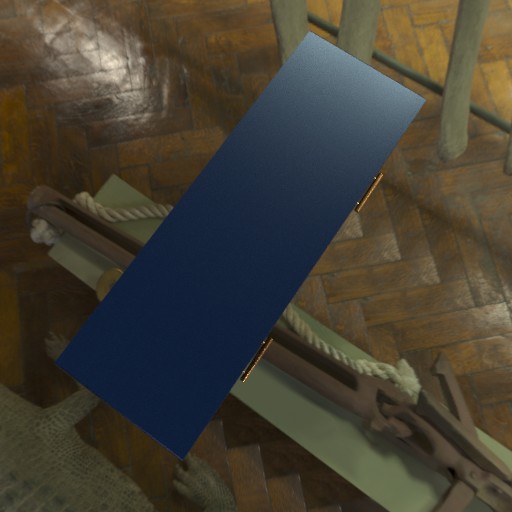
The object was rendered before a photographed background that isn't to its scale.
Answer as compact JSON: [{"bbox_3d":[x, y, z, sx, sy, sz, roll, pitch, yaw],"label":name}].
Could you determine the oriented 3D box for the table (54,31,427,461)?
[{"bbox_3d":[0.000,0.000,1.492,0.399,0.749,1.118,34,80,7],"label":"table"}]
